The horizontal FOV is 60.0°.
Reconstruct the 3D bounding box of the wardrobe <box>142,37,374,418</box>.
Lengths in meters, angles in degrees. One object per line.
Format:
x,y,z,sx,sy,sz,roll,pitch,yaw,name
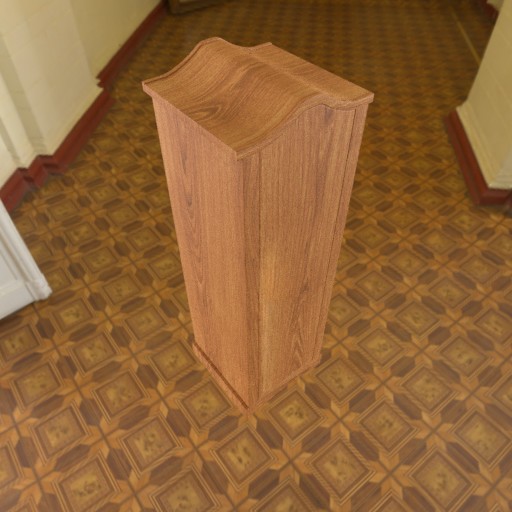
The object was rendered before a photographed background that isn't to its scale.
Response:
0.000,0.000,2.169,0.590,1.870,0.570,-30,53,-25,wardrobe
